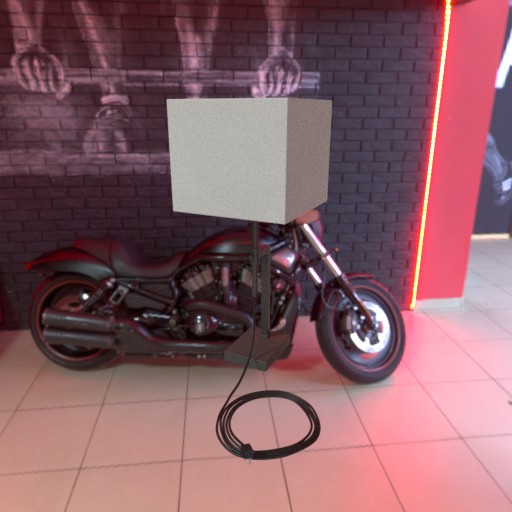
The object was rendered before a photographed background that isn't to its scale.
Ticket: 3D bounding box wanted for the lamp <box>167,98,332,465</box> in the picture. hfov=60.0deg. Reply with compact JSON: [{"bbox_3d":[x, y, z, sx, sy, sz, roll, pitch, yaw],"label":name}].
[{"bbox_3d":[0.000,0.000,0.985,0.399,0.660,0.504,9,20,25],"label":"lamp"}]
